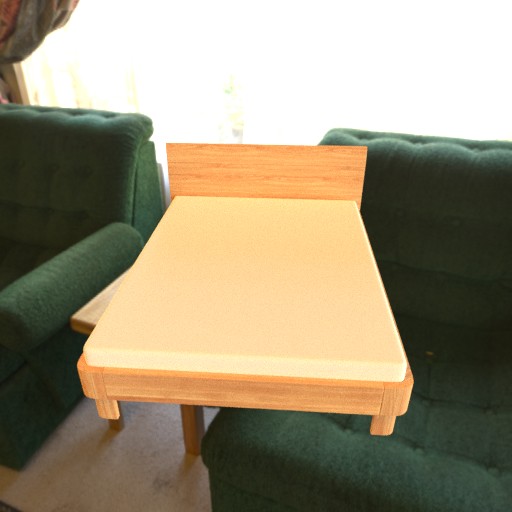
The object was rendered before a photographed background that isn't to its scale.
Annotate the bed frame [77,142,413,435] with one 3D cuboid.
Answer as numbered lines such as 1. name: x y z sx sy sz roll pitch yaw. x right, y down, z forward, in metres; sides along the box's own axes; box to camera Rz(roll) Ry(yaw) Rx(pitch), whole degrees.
1. bed frame: 0.000 0.000 2.982 1.660 0.940 2.092 2 30 4
